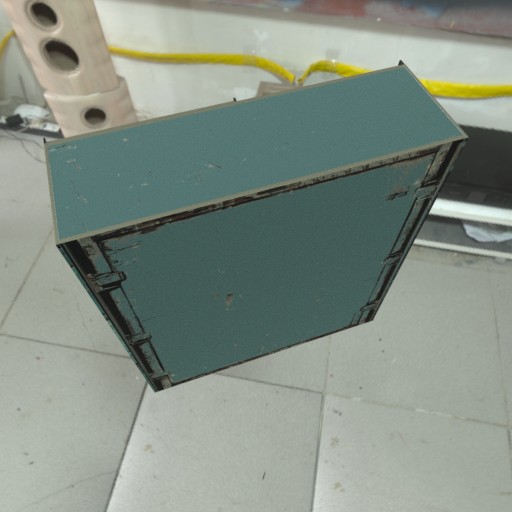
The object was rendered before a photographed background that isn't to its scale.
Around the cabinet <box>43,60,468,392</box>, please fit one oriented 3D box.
[{"bbox_3d":[0.000,0.000,3.104,2.000,2.160,0.680,-16,58,-10],"label":"cabinet"}]
